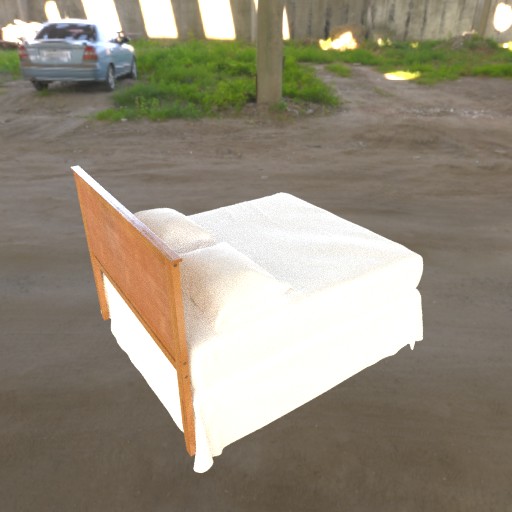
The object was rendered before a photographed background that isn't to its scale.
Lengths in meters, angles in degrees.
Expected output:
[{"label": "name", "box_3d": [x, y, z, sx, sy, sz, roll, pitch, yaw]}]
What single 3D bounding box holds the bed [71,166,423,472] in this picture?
[{"label": "bed", "box_3d": [0.000, 0.000, 3.273, 2.035, 1.273, 1.870, -18, 33, -30]}]
